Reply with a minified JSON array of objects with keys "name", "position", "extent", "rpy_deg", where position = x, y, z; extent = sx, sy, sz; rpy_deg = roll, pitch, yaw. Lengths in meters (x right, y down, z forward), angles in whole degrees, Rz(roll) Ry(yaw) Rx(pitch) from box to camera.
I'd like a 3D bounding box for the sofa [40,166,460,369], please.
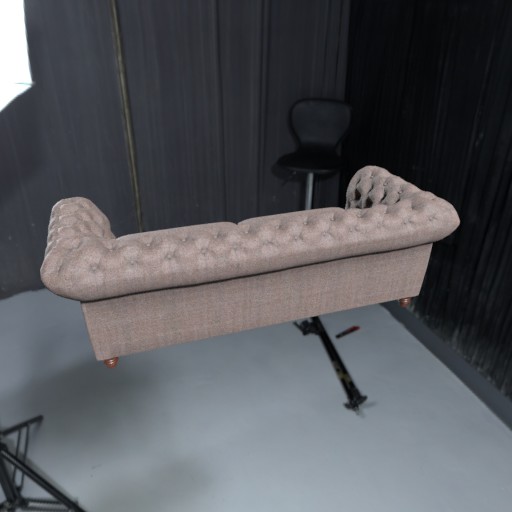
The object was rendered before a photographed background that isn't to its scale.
[{"name":"sofa","position":[0.000,0.000,2.822],"extent":[2.385,0.787,0.944],"rpy_deg":[-9,29,-16]}]
